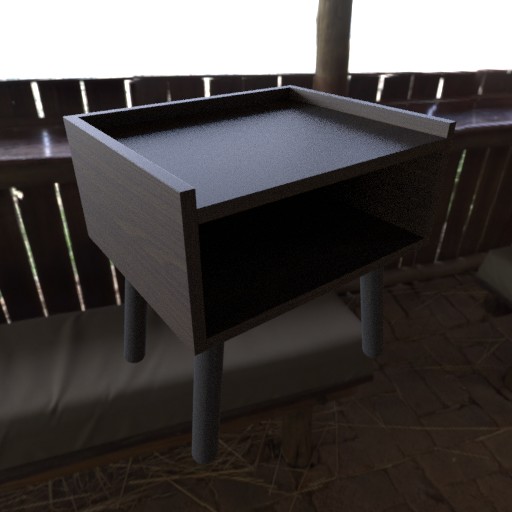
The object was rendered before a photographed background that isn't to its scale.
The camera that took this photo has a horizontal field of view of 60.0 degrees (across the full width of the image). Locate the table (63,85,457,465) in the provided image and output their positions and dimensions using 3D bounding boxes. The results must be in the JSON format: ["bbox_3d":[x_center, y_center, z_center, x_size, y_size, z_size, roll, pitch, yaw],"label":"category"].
[{"bbox_3d":[0.000,0.000,0.774,0.450,0.470,0.370,-21,36,-31],"label":"table"}]
